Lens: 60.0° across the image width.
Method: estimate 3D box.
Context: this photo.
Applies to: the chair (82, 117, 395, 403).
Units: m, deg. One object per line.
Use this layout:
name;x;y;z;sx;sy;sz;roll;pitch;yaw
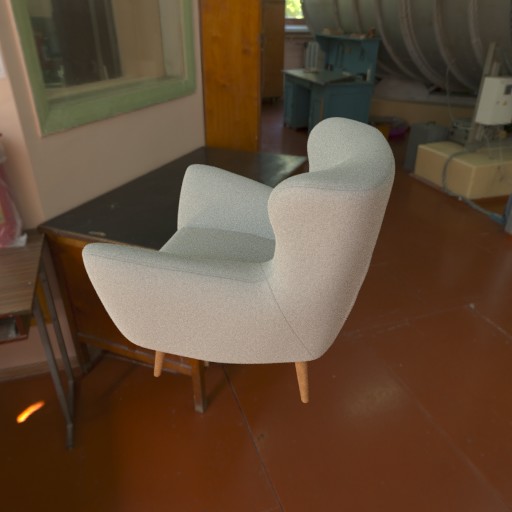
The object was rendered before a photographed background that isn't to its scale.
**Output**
chair;0.000;0.000;1.649;0.889;0.889;0.890;7;30;13
